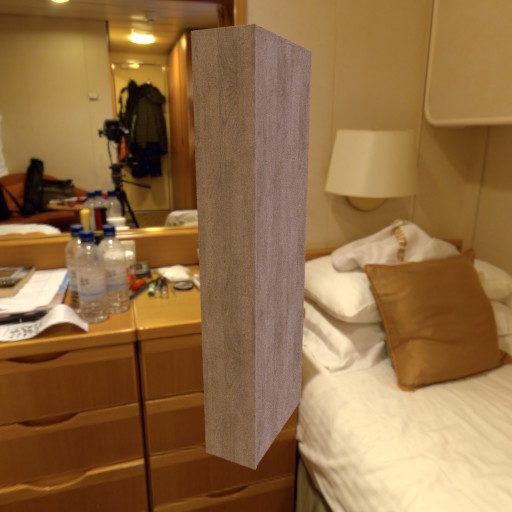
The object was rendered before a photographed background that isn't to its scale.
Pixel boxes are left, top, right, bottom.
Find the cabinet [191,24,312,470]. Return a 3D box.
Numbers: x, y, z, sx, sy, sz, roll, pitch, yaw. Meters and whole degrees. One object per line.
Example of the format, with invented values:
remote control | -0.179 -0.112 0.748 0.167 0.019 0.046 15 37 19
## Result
cabinet | 0.000 0.000 1.847 0.250 1.630 0.520 7 17 25
